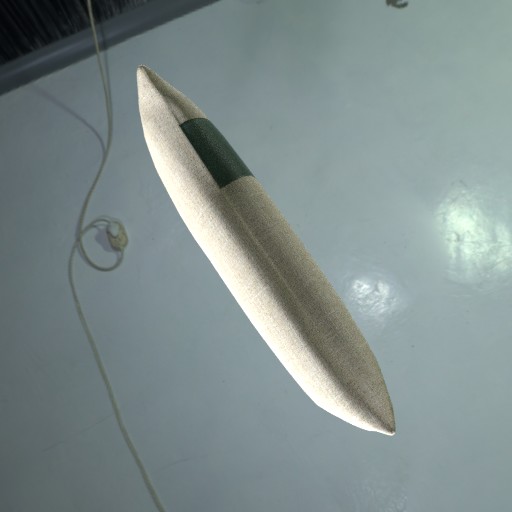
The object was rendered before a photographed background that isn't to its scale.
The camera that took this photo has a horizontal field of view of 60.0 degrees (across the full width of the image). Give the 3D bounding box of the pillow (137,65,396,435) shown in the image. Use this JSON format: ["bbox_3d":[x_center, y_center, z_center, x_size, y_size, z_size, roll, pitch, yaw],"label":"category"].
[{"bbox_3d":[0.000,0.000,1.036,0.197,0.429,0.859,-33,78,-8],"label":"pillow"}]
